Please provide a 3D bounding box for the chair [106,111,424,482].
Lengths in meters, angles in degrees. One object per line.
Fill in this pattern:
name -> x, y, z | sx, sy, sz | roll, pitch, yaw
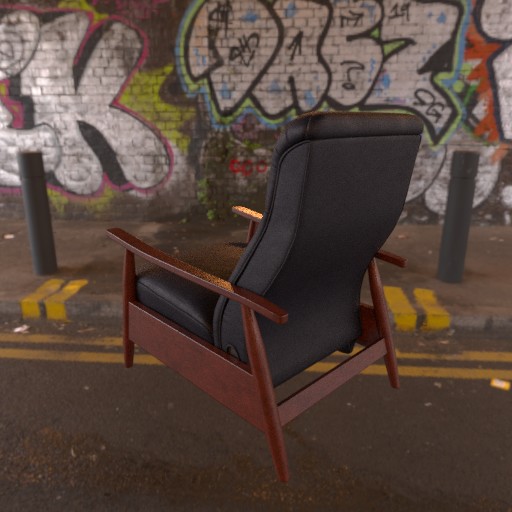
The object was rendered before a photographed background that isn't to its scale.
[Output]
chair -> 0.000, 0.000, 1.771 | 1.014, 1.082, 0.762 | 16, 23, 43
